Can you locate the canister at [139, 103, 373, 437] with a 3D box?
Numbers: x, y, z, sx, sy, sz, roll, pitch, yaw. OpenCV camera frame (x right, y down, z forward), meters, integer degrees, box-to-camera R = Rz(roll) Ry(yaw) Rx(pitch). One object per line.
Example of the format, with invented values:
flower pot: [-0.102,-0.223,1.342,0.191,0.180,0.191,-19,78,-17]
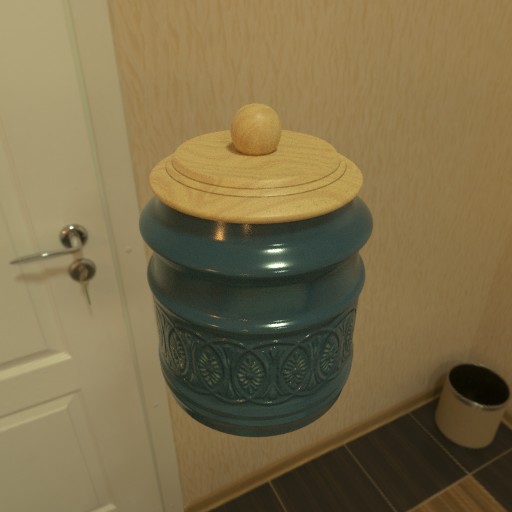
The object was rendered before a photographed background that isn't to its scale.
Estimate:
canister: [0.000,0.000,0.266,0.130,0.176,0.130,0,31,0]
